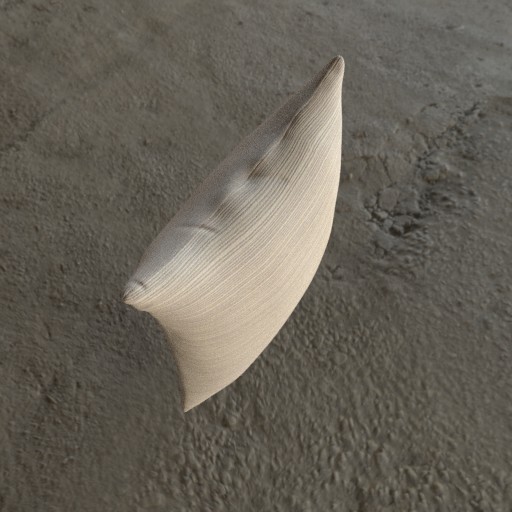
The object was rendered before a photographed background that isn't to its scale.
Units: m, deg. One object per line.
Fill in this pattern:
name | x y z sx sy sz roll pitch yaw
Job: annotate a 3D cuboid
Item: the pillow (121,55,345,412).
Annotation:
pillow | 0.000 0.000 0.785 0.204 0.497 0.512 29 62 17
